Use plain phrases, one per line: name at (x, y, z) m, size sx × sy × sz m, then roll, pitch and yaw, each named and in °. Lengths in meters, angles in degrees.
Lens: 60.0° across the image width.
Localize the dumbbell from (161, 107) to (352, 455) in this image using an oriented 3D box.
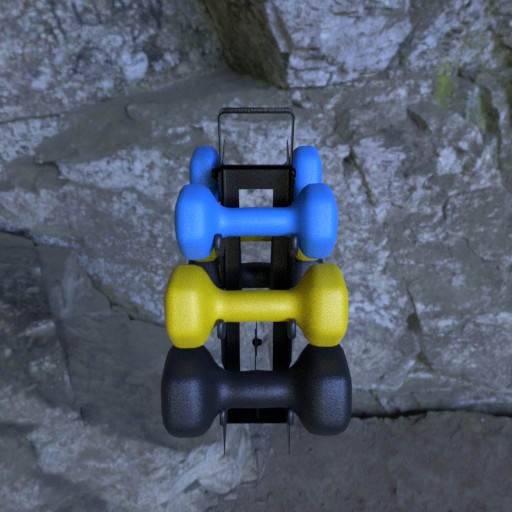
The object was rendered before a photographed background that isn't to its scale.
dumbbell at (0.000, 0.000, 0.661) m, size 0.255 × 0.426 × 0.409 m, roll 0°, pitch 32°, yaw 0°
